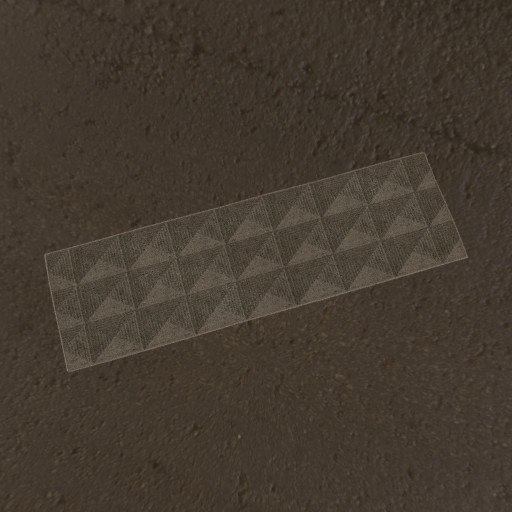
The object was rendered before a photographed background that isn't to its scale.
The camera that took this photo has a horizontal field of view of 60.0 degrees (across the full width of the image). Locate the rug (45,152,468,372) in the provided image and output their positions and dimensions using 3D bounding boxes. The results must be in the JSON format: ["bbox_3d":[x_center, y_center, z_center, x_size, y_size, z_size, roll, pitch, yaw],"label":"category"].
[{"bbox_3d":[0.000,0.000,2.377,2.182,0.015,0.645,-16,77,-4],"label":"rug"}]
